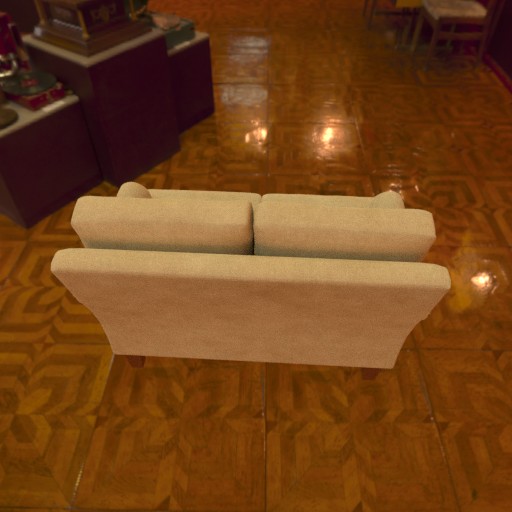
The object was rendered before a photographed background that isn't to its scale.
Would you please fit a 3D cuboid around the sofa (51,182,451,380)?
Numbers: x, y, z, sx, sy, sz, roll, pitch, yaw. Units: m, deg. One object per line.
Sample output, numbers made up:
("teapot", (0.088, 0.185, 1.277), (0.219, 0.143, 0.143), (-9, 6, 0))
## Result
("sofa", (0.000, 0.000, 2.255), (1.498, 1.087, 1.086), (2, 45, 2))
